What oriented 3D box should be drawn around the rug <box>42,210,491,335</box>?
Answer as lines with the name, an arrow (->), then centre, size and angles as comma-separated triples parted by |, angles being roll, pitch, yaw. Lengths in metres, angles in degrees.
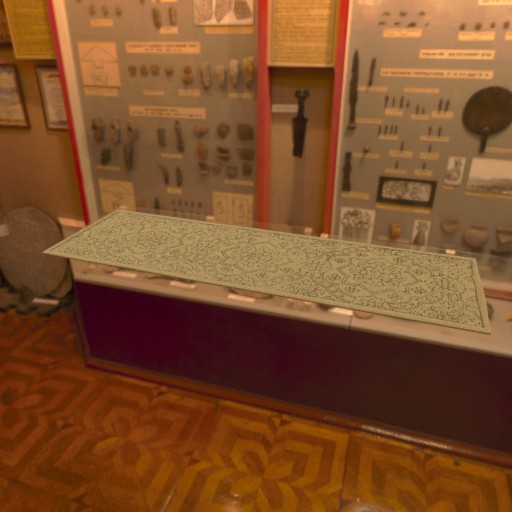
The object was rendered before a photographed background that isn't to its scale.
rug -> 0.000, 0.000, 2.609 | 2.448, 0.012, 0.769 | 9, 28, 17
